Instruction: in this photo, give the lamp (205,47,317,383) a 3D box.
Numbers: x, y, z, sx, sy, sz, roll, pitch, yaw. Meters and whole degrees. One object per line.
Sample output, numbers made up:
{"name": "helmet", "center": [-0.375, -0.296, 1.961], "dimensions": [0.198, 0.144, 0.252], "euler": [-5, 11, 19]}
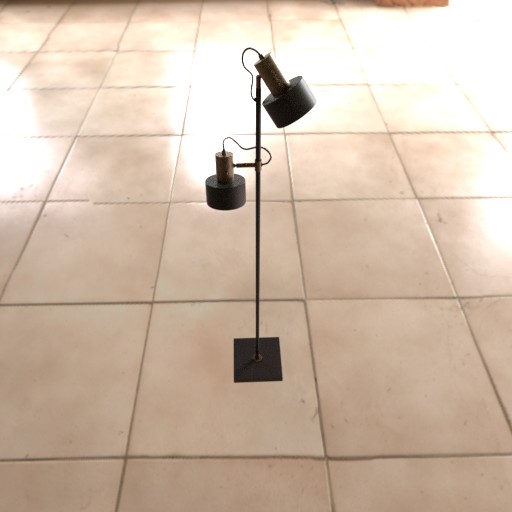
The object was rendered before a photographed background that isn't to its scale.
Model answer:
{"name": "lamp", "center": [0.000, 0.000, 1.640], "dimensions": [0.315, 1.505, 0.233], "euler": [-2, 47, -2]}
